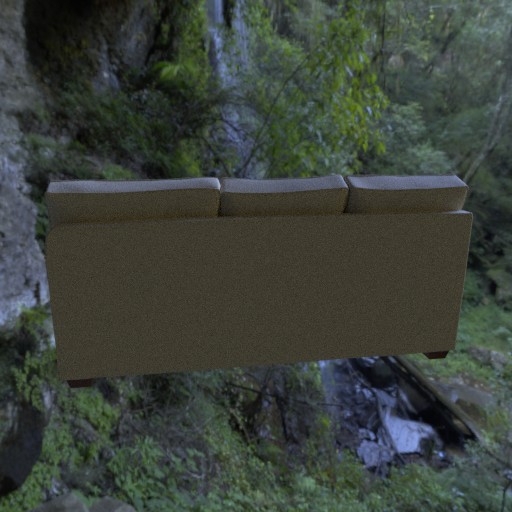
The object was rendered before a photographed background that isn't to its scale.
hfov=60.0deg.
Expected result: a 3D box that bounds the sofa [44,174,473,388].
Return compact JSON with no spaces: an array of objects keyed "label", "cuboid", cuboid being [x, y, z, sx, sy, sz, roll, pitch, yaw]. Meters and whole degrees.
[{"label":"sofa","cuboid":[0.000,0.000,2.506,1.963,0.946,1.034,-2,15,-9]}]
